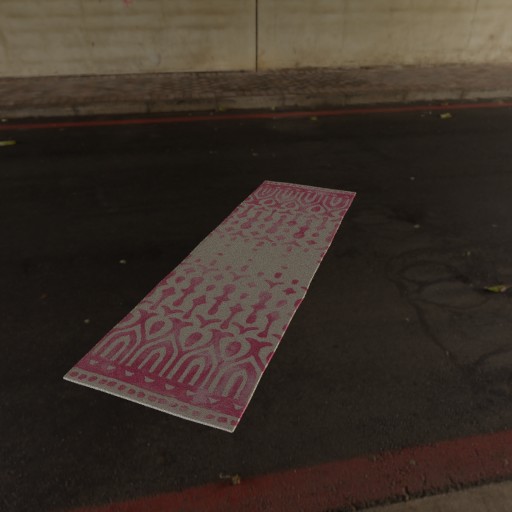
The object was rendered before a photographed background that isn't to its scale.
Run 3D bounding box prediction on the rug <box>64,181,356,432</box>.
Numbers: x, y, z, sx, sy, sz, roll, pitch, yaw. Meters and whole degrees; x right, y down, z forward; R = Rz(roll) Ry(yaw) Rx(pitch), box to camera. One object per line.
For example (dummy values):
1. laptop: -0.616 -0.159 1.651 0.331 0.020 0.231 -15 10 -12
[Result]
1. rug: 0.000 0.000 2.718 0.787 0.011 2.458 11 32 18
